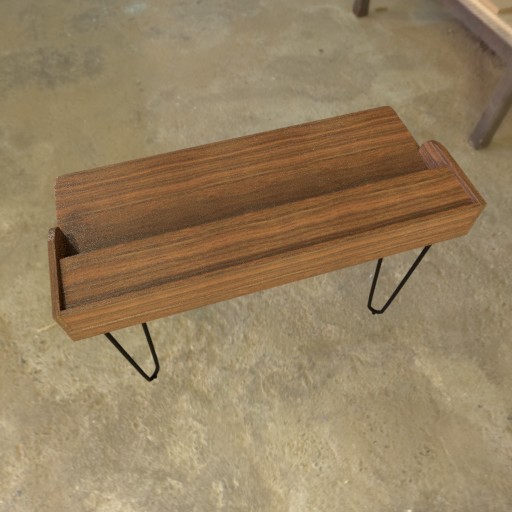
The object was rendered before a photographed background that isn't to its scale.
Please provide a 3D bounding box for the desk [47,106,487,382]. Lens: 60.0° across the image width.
[{"bbox_3d":[0.000,0.000,1.664,1.200,0.854,0.565,-15,59,-9],"label":"desk"}]
